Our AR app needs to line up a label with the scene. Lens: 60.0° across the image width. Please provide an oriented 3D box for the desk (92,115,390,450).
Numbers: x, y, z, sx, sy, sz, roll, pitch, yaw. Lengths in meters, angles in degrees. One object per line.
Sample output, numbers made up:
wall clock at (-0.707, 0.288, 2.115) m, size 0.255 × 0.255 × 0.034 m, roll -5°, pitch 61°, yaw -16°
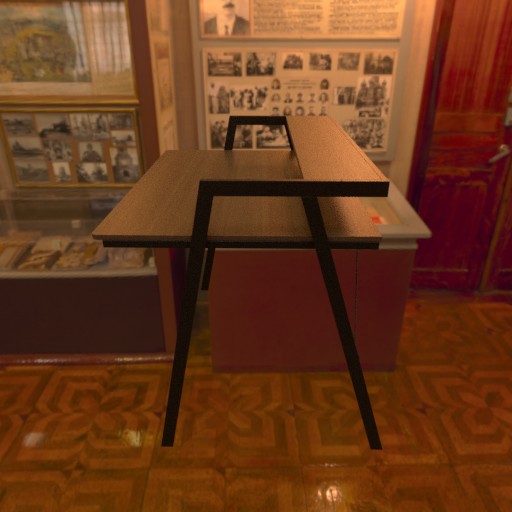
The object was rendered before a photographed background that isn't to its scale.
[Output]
desk at (0.000, 0.000, 1.908) m, size 0.936 × 0.998 × 1.143 m, roll 0°, pitch 26°, yaw 1°
